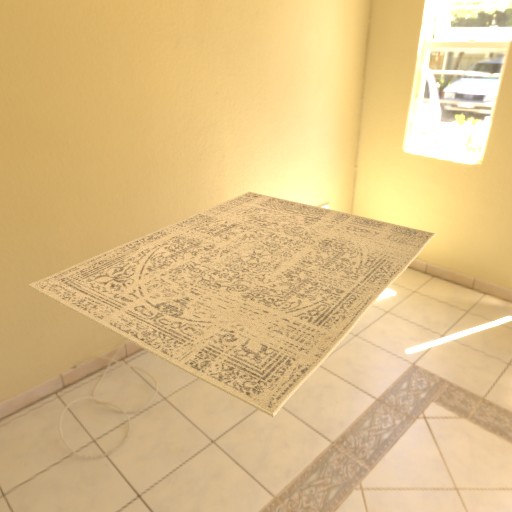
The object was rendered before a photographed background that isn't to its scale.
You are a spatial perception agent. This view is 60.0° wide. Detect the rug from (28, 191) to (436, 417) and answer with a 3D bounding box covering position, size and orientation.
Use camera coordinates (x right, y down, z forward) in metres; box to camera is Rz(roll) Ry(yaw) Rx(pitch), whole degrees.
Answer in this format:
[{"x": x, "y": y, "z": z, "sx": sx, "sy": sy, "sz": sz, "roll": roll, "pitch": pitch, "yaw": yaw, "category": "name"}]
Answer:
[{"x": 0.000, "y": 0.000, "z": 3.917, "sx": 2.311, "sy": 0.032, "sz": 2.921, "roll": 17, "pitch": 31, "yaw": 32, "category": "rug"}]
